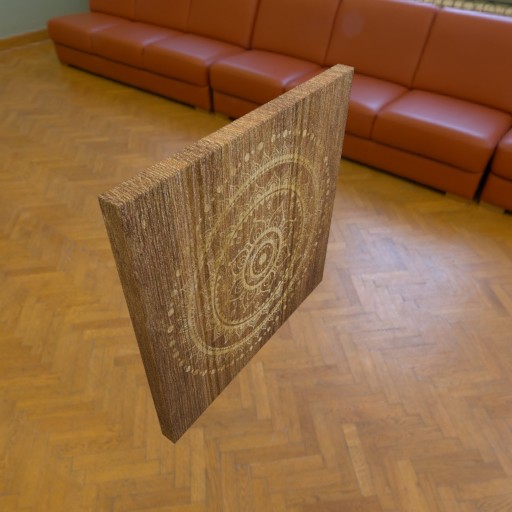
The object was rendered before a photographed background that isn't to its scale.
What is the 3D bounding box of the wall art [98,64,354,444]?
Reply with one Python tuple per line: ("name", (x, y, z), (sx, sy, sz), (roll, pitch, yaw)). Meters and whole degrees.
("wall art", (0.000, 0.000, 0.916), (0.042, 0.608, 0.611), (26, 48, 26))
